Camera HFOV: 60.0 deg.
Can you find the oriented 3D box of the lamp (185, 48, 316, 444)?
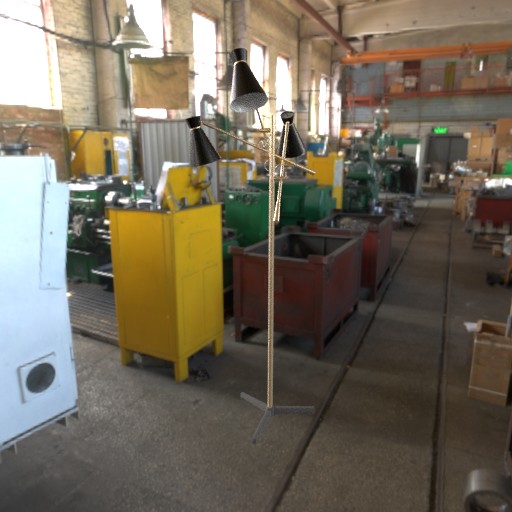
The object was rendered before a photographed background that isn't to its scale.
[{"bbox_3d":[0.000,0.000,2.207,0.653,1.804,0.750,-2,14,-9],"label":"lamp"}]
